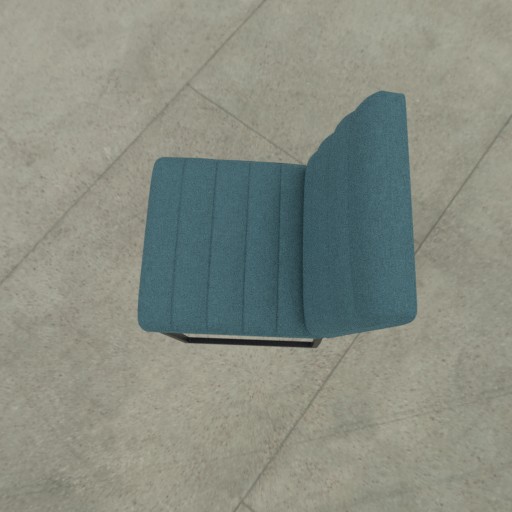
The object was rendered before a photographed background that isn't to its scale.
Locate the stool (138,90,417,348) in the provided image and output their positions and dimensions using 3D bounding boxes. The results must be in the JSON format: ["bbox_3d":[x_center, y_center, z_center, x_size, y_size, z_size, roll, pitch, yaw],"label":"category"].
[{"bbox_3d":[0.000,0.000,1.242,0.560,0.940,0.460,2,75,1],"label":"stool"}]
